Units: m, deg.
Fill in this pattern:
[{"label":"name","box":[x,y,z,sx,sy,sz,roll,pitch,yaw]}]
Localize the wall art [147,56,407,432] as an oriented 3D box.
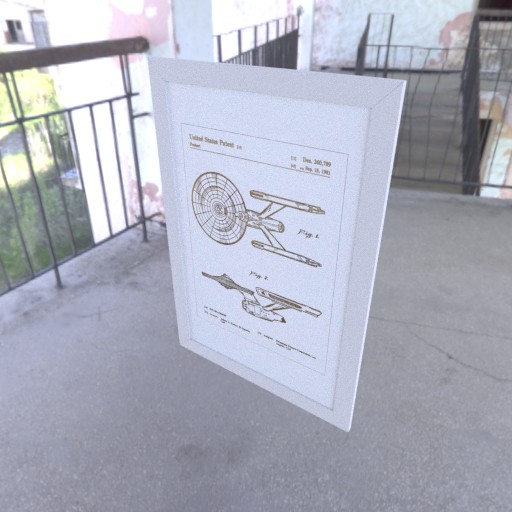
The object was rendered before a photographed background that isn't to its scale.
[{"label":"wall art","box":[0.000,0.000,0.832,0.454,0.659,0.011,19,35,29]}]
